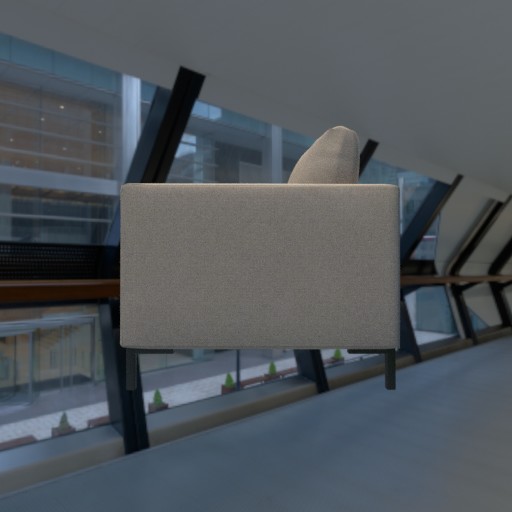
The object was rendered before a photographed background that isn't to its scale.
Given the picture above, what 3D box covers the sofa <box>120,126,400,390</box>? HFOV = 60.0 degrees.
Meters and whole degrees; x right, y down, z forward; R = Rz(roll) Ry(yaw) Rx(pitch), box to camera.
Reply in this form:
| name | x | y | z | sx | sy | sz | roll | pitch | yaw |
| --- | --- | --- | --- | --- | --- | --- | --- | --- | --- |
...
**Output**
| name | x | y | z | sx | sy | sz | roll | pitch | yaw |
| --- | --- | --- | --- | --- | --- | --- | --- | --- | --- |
| sofa | 0.000 | 0.000 | 2.153 | 0.875 | 0.840 | 1.682 | 0 | -1 | 0 |
